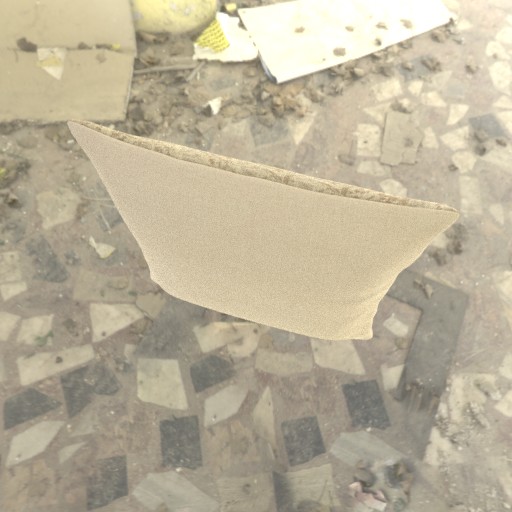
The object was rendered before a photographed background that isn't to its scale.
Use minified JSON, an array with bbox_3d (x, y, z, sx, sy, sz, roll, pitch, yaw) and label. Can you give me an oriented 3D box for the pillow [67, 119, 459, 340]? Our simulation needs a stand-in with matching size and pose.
[{"bbox_3d":[0.000,0.000,0.783,0.523,0.510,0.166,15,63,8],"label":"pillow"}]
